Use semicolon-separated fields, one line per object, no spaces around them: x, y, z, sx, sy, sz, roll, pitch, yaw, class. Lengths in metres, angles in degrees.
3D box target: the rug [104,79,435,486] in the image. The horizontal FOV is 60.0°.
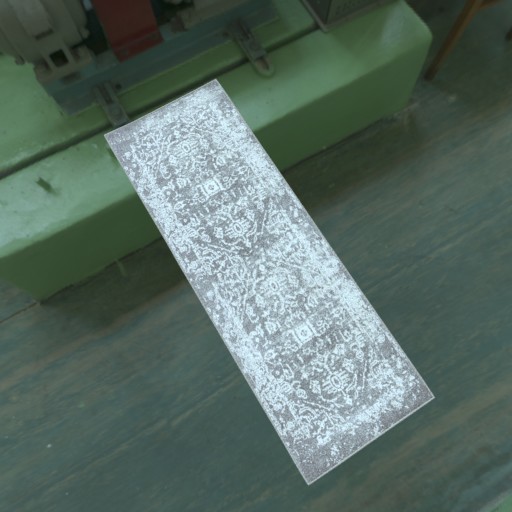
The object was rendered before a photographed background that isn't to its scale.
0.000;0.000;2.691;0.855;0.017;2.452;-31;77;-8;rug
